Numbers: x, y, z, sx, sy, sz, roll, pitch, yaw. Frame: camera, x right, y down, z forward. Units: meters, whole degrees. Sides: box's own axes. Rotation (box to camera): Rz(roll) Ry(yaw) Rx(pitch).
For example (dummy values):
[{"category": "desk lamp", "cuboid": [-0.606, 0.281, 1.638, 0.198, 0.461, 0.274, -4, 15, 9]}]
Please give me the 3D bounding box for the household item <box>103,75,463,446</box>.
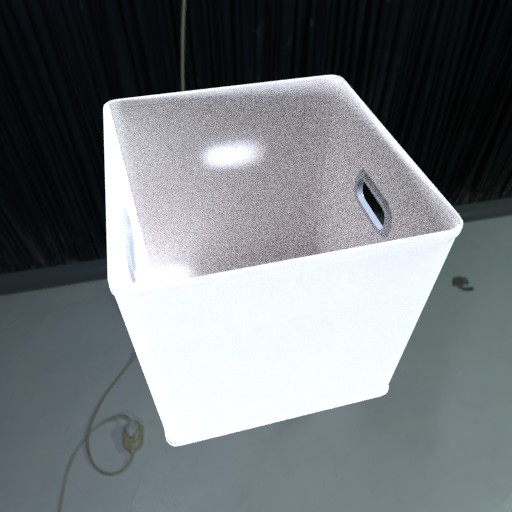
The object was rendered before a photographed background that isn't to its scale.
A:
[{"category": "household item", "cuboid": [0.000, 0.000, 0.562, 0.305, 0.305, 0.305, -10, 48, -10]}]
